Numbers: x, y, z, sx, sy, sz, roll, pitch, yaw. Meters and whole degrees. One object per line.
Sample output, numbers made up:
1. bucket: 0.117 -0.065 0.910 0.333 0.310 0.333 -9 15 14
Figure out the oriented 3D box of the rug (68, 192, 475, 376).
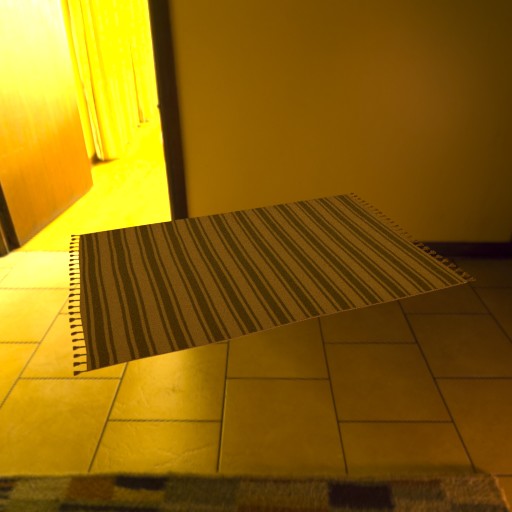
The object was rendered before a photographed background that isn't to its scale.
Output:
1. rug: 0.000 0.000 2.354 1.875 0.013 1.162 -10 32 -17
